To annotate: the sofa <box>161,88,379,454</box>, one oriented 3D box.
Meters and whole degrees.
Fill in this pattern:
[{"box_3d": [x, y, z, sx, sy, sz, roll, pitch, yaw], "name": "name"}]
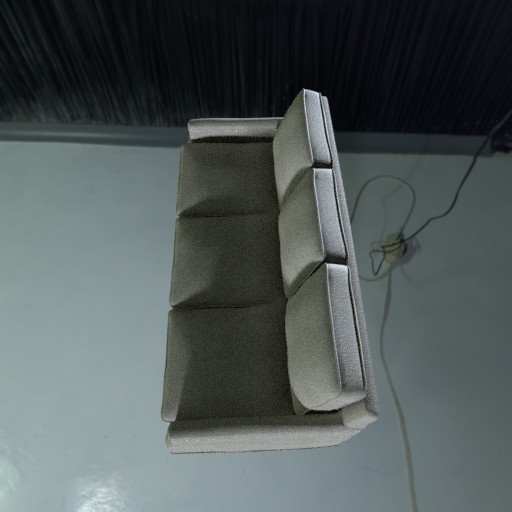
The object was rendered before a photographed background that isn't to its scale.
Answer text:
[{"box_3d": [0.000, 0.000, 2.852, 1.084, 1.003, 2.246, -2, 59, -1], "name": "sofa"}]
